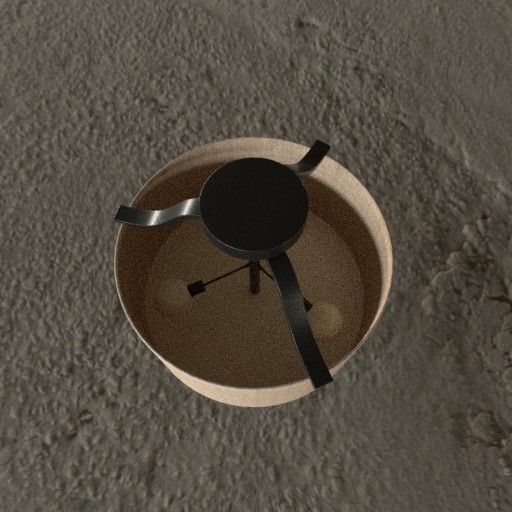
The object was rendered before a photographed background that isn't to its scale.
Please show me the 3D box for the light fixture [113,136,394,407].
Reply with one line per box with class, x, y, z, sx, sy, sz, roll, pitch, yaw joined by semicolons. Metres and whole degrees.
light fixture;0.000;0.000;0.644;0.390;0.306;0.390;0;65;0
